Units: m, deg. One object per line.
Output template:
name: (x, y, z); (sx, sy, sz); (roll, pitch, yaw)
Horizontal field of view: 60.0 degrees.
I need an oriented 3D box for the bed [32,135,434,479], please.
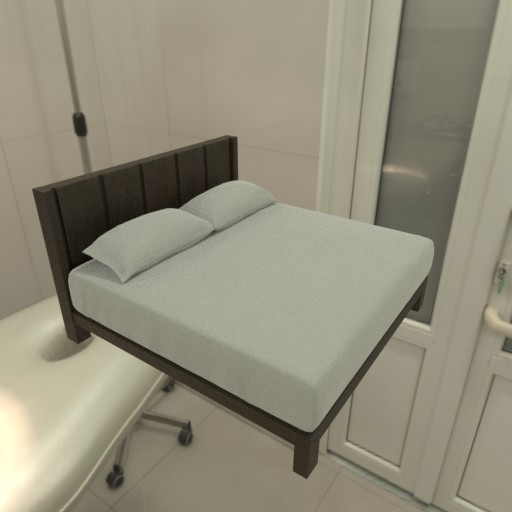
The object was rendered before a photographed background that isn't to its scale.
bed: (0.000, 0.000, 3.508); (2.238, 1.261, 2.143); (18, 32, 31)
